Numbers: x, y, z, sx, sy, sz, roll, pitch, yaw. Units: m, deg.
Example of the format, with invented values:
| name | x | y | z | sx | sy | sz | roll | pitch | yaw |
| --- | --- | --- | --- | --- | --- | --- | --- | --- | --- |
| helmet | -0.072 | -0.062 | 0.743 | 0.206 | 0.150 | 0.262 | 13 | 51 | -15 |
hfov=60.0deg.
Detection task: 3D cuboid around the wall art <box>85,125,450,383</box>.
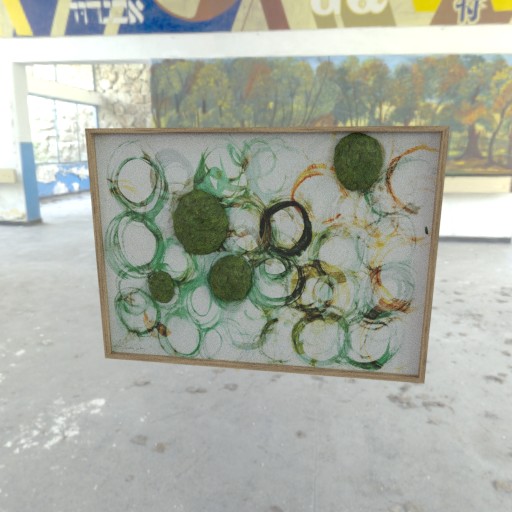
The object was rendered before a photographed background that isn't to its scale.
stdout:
| name | x | y | z | sx | sy | sz | roll | pitch | yaw |
| --- | --- | --- | --- | --- | --- | --- | --- | --- | --- |
| wall art | 0.000 | 0.000 | 1.092 | 0.841 | 0.609 | 0.063 | 2 | 14 | 9 |
